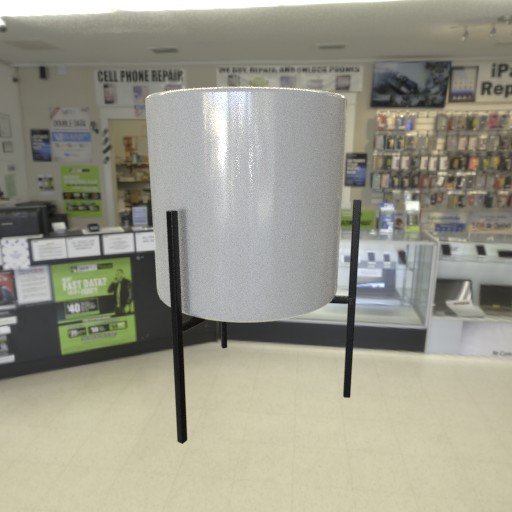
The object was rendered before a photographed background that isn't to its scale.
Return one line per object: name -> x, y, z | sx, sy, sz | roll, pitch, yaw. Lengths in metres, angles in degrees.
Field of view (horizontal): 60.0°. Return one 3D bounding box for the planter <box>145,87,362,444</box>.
planter -> 0.000, 0.000, 0.530 | 0.239, 0.356, 0.239 | 2, 14, 9
